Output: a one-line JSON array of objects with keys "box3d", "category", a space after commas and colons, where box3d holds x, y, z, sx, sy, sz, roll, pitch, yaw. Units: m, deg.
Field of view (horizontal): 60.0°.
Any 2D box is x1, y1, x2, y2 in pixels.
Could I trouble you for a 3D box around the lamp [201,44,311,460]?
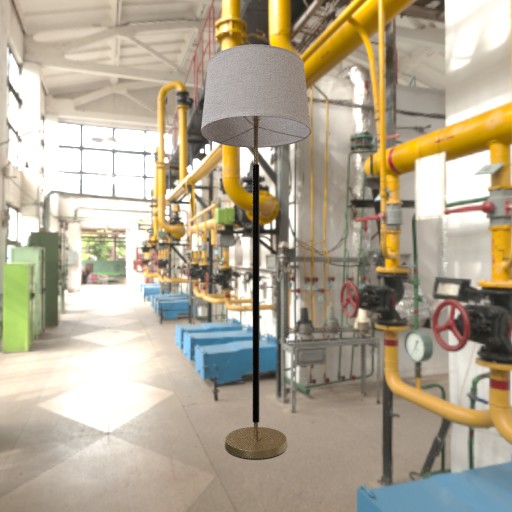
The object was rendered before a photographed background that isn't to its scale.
[{"box3d": [0.000, 0.000, 1.695, 0.420, 1.447, 0.420, 0, -1, 0], "category": "lamp"}]
